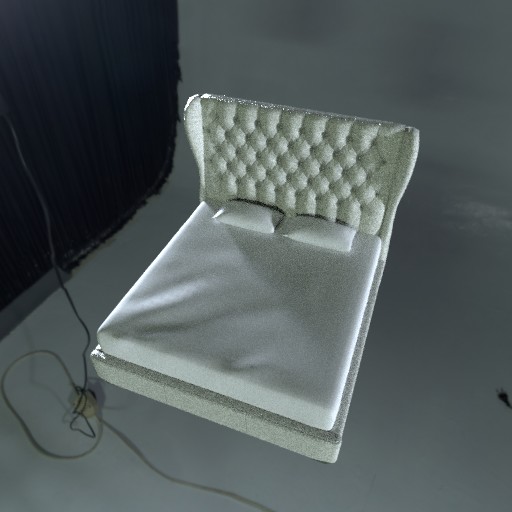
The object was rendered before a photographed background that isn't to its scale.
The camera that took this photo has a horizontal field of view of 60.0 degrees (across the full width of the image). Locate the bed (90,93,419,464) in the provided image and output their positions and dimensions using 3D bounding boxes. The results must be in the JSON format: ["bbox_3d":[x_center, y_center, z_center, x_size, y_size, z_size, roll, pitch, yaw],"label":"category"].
[{"bbox_3d":[0.000,0.000,3.887,2.219,1.771,2.347,14,44,16],"label":"bed"}]
